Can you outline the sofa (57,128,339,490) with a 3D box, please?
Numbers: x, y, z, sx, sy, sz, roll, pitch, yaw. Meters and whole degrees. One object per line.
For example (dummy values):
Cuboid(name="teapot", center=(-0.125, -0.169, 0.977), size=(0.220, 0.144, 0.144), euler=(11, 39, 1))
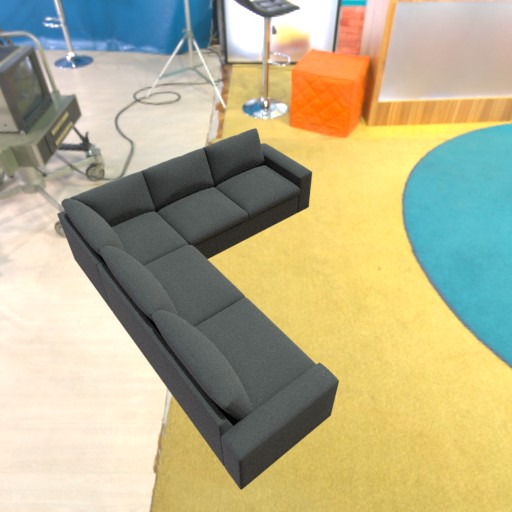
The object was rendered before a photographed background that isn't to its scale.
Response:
Cuboid(name="sofa", center=(0.000, 0.000, 4.693), size=(2.895, 0.965, 3.277), euler=(-29, 50, -27))
